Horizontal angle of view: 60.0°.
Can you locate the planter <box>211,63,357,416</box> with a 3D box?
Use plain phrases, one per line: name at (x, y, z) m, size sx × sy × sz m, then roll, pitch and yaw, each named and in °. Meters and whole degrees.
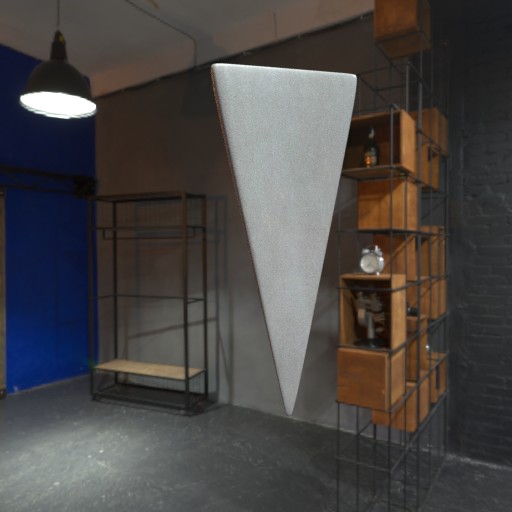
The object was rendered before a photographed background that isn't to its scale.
planter at (0.000, 0.000, 0.160) m, size 0.058 × 0.130 × 0.047 m, roll 1°, pitch 1°, yaw 36°
